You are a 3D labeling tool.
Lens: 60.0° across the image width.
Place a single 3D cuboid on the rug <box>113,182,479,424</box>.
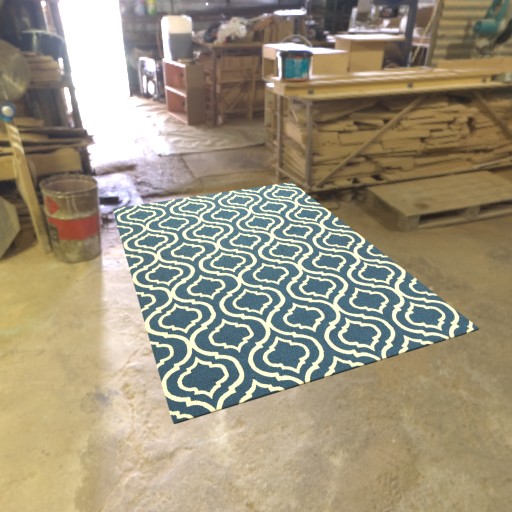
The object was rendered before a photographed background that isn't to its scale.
[{"bbox_3d":[0.000,0.000,2.792,1.524,0.010,2.134,-11,32,-18],"label":"rug"}]
